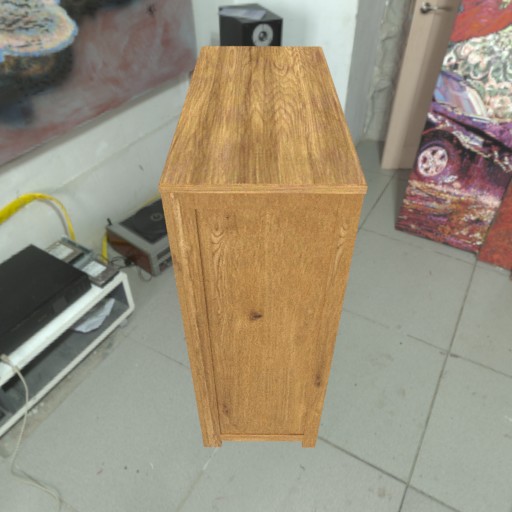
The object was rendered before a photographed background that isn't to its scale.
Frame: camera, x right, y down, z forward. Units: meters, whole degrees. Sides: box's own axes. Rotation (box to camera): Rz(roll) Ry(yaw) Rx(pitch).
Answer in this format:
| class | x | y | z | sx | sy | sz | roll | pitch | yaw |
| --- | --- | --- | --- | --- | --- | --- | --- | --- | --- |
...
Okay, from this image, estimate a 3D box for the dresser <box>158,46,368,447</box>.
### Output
| class | x | y | z | sx | sy | sz | roll | pitch | yaw |
| --- | --- | --- | --- | --- | --- | --- | --- | --- | --- |
| dresser | 0.000 | 0.000 | 1.960 | 0.558 | 1.431 | 1.081 | 0 | 42 | 0 |
